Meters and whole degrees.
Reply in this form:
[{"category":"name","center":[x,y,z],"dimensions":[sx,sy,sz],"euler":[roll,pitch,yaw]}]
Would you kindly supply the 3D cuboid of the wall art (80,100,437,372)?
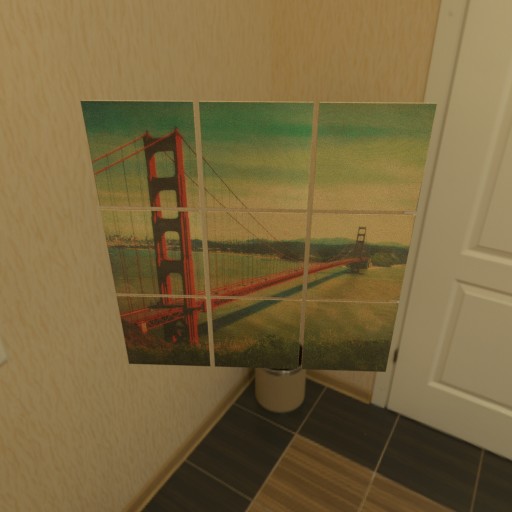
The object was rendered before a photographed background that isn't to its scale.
[{"category":"wall art","center":[0.000,0.000,2.258],"dimensions":[1.519,1.507,0.014],"euler":[1,29,2]}]
